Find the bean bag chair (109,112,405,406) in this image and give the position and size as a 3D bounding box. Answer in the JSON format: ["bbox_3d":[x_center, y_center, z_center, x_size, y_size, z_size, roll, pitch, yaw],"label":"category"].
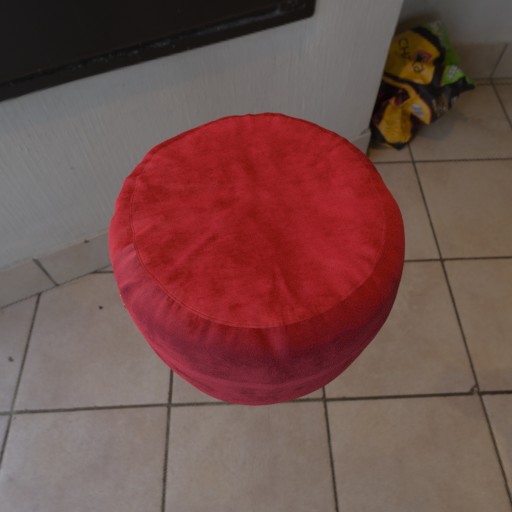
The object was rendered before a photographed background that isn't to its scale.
[{"bbox_3d":[0.000,0.000,1.985,1.219,0.762,1.219,0,59,0],"label":"bean bag chair"}]
